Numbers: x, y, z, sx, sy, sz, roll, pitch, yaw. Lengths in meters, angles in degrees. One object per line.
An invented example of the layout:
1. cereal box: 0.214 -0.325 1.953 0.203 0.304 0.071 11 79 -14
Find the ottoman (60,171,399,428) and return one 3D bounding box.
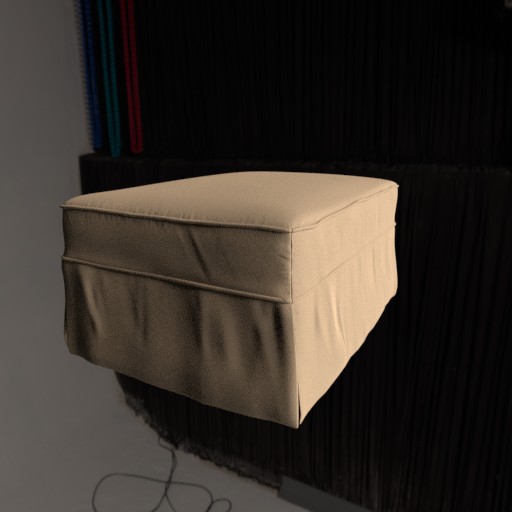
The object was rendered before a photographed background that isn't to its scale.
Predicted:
1. ottoman: 0.000 0.000 1.362 0.721 0.482 0.959 8 17 28
